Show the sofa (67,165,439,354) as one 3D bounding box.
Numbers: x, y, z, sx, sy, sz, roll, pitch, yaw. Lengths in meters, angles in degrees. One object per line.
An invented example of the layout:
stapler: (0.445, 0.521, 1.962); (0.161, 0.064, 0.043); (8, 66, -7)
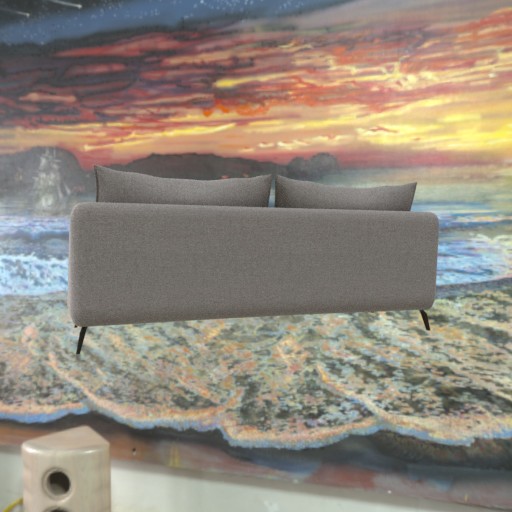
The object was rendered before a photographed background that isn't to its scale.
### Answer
sofa: (0.000, 0.000, 2.527); (2.022, 0.833, 0.809); (0, 1, -18)
